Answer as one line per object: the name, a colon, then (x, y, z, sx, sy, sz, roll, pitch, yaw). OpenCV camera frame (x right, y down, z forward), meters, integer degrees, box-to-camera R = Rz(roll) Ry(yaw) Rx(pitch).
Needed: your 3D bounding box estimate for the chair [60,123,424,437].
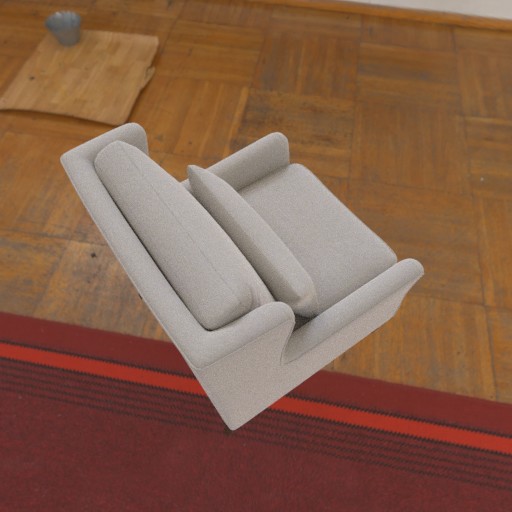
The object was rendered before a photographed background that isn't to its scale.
chair: (0.000, 0.000, 1.883, 1.040, 1.056, 0.982, -30, 62, -18)
